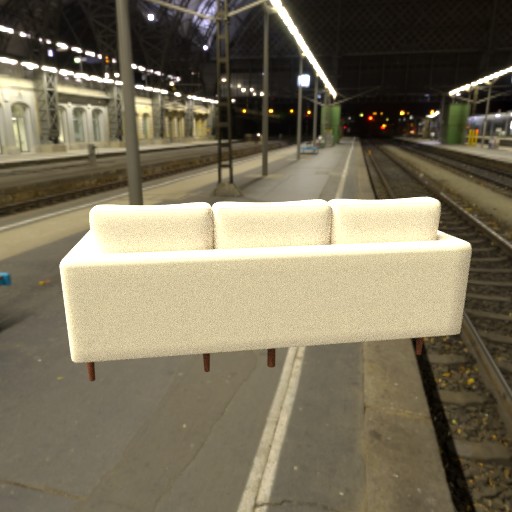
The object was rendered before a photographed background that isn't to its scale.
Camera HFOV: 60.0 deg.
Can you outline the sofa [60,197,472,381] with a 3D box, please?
[{"bbox_3d":[0.000,0.000,2.919,2.029,0.899,1.580,-2,16,-9],"label":"sofa"}]
